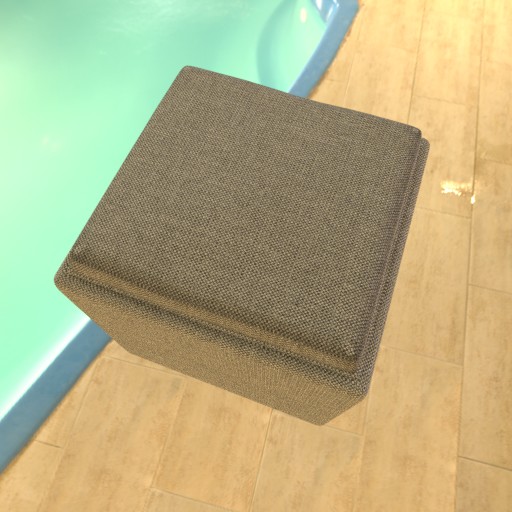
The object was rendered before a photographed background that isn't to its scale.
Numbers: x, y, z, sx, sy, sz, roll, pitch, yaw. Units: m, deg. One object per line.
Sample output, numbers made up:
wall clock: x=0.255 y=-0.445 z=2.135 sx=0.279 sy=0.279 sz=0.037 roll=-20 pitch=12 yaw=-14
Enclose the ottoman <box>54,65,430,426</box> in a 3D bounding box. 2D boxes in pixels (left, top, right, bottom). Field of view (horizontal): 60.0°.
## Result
ottoman: x=0.000 y=0.000 z=0.824 sx=0.454 sy=0.487 sz=0.436 roll=18 pitch=66 yaw=9
